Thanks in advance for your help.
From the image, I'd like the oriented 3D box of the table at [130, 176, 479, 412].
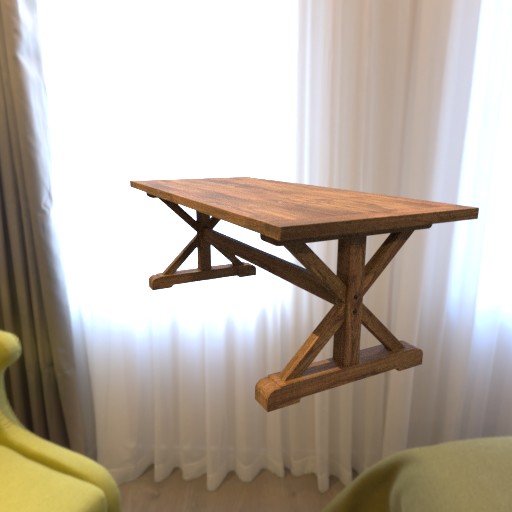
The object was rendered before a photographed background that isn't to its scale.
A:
[{"bbox_3d":[0.000,0.000,2.490,0.907,0.733,2.031,-7,16,-27],"label":"table"}]
